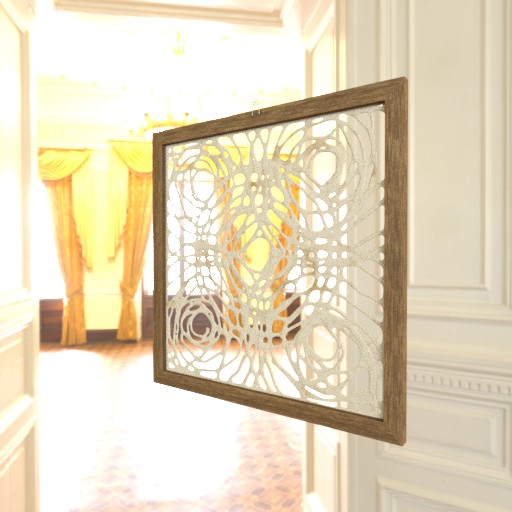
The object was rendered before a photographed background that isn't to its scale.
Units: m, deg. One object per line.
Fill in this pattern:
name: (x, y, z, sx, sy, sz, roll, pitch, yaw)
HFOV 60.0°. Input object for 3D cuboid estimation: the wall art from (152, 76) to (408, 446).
wall art: (0.000, 0.000, 0.839, 0.561, 0.576, 0.021, 1, 1, 36)
